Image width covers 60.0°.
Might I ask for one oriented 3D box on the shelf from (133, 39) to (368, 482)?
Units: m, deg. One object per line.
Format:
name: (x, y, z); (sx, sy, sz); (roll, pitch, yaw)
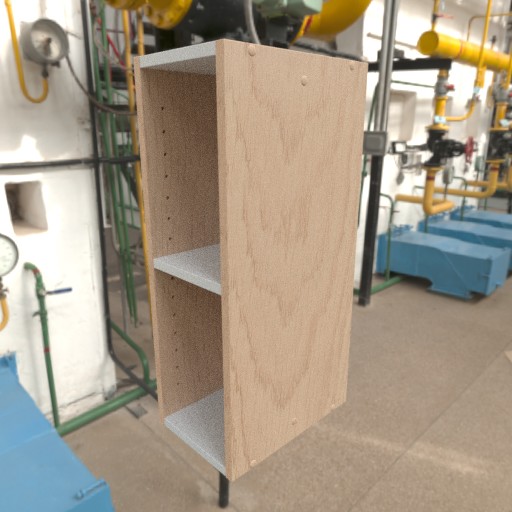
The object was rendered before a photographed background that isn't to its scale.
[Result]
shelf: (0.000, 0.000, 0.737); (0.290, 0.600, 0.200); (-15, 22, -42)
